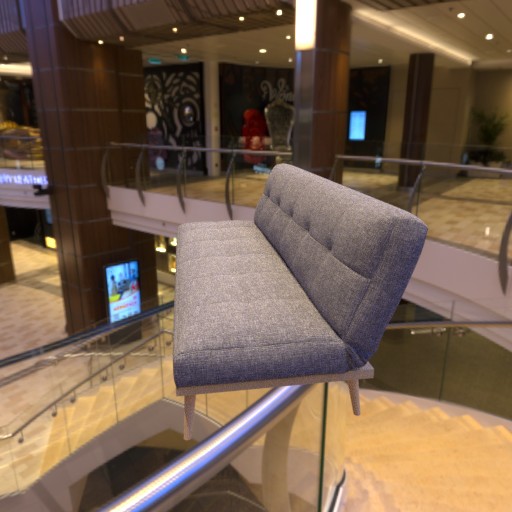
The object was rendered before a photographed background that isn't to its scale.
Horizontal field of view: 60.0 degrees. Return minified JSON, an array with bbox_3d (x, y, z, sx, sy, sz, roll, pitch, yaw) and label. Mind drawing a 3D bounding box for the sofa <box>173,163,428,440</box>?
[{"bbox_3d":[0.000,0.000,2.256,0.820,0.770,1.820,-3,17,-9],"label":"sofa"}]
